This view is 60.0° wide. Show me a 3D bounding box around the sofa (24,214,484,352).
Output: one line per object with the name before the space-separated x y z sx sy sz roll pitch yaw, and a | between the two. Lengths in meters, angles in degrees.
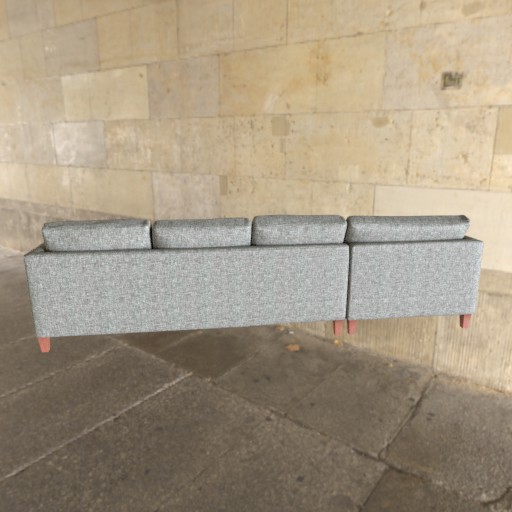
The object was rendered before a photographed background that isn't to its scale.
sofa | 0.000 0.000 4.099 3.485 0.960 1.635 -2 15 -7
